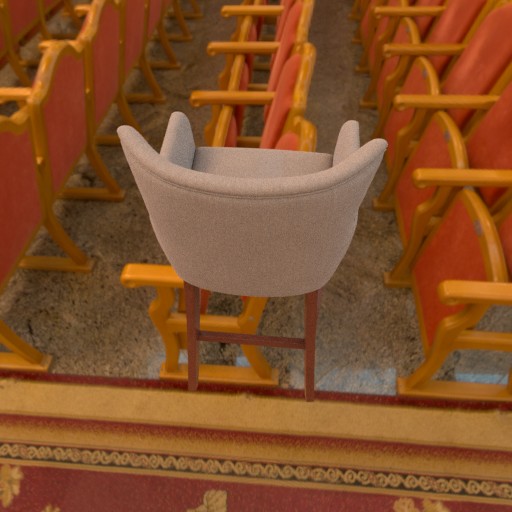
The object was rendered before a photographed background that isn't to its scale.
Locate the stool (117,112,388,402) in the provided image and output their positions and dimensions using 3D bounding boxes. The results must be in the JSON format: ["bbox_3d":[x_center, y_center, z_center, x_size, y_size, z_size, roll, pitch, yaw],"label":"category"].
[{"bbox_3d":[0.000,0.000,1.385,0.575,1.047,0.575,4,48,4],"label":"stool"}]
